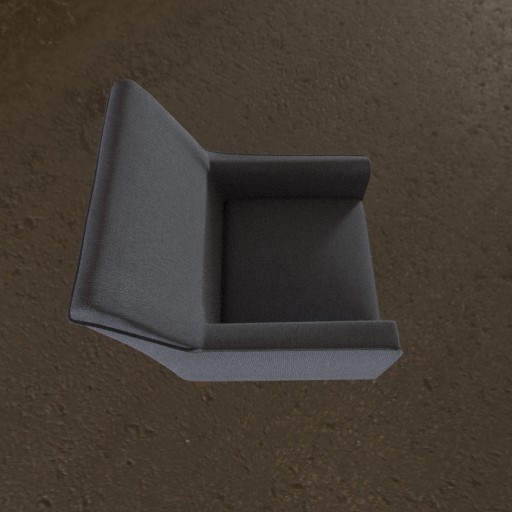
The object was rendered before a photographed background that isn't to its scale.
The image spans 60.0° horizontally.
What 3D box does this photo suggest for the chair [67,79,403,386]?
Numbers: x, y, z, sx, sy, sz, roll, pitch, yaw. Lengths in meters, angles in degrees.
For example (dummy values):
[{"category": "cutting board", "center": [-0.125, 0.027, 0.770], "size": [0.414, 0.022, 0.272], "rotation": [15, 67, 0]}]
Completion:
[{"category": "chair", "center": [0.000, 0.000, 1.586], "size": [0.899, 0.919, 0.780], "rotation": [-1, 63, 0]}]
